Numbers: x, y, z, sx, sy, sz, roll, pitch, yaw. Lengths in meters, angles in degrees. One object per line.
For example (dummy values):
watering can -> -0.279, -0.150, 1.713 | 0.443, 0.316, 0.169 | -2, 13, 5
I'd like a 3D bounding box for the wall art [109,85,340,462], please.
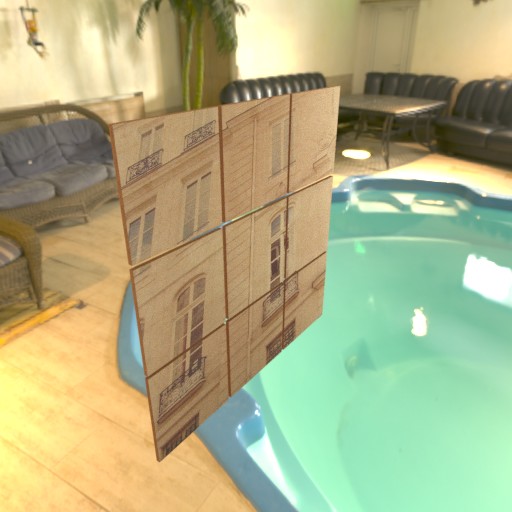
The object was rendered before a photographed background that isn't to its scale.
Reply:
wall art -> 0.000, 0.000, 1.360 | 0.018, 0.913, 0.915 | 18, 32, 33
